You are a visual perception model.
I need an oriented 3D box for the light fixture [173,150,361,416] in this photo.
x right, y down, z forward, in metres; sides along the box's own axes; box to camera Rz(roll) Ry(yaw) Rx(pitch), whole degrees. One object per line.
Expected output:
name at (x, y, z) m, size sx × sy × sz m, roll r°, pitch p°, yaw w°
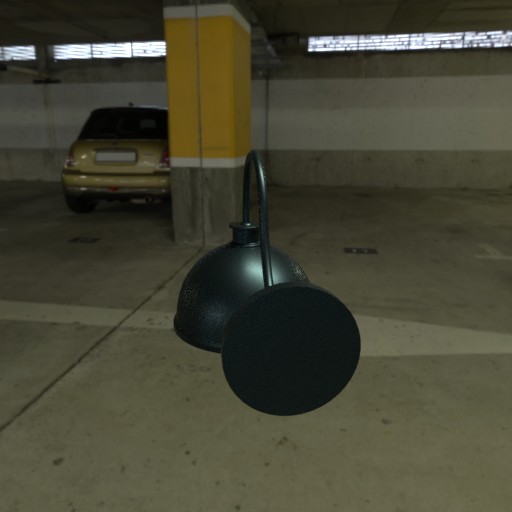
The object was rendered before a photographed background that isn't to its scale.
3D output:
light fixture at (0.000, 0.000, 0.637) m, size 0.253 × 0.295 × 0.467 m, roll -2°, pitch 15°, yaw -8°
